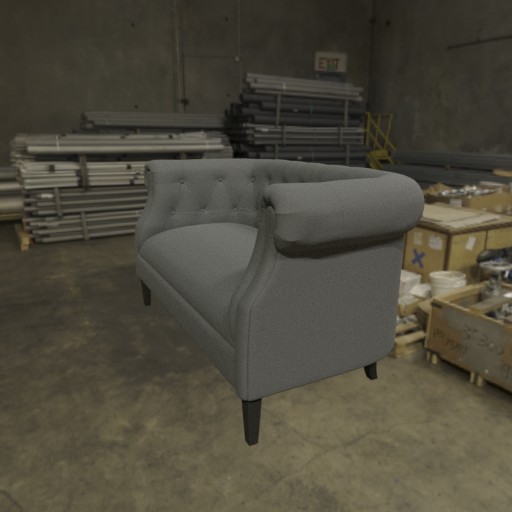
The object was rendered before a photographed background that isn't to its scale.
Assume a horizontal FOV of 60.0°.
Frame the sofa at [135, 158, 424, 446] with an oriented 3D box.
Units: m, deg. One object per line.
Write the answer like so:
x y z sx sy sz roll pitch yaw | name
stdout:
0.000 0.000 2.059 0.835 0.827 1.558 -8 17 -26 | sofa
